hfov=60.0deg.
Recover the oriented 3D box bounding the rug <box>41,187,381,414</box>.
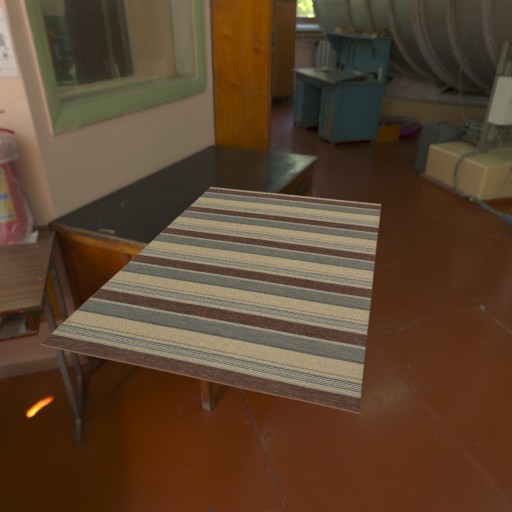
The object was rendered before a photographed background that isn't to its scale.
[{"bbox_3d":[0.000,0.000,2.337,1.219,0.008,1.829,8,30,14],"label":"rug"}]
